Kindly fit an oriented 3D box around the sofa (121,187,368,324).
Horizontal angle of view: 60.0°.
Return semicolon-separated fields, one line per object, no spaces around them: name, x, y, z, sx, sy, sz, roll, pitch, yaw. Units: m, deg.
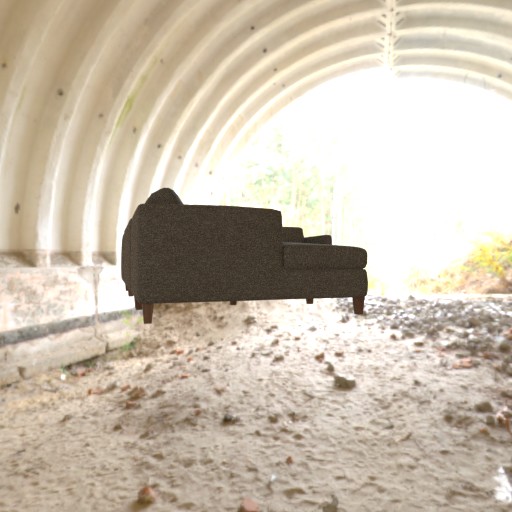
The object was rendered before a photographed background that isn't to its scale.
sofa;0.000;0.000;4.502;2.551;0.853;3.238;0;-1;-18
